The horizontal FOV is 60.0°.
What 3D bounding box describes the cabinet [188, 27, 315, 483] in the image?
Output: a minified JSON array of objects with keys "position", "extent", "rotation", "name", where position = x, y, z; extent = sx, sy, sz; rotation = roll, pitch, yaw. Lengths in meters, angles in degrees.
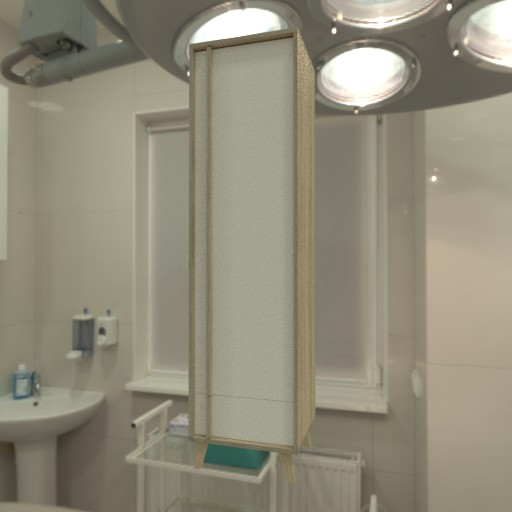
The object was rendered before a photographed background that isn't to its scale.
[{"position":[0.000,0.000,2.182],"extent":[0.510,1.960,0.450],"rotation":[0,-1,17],"name":"cabinet"}]
